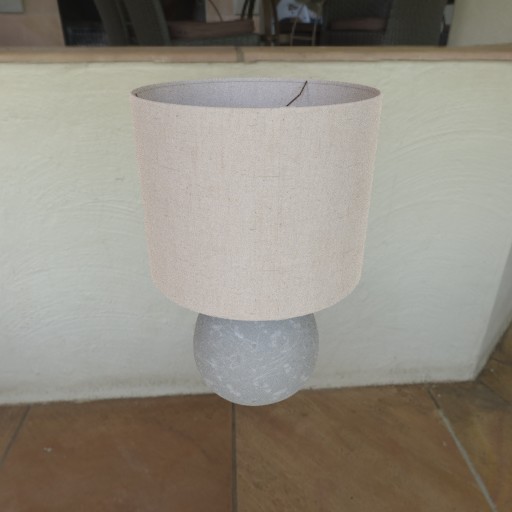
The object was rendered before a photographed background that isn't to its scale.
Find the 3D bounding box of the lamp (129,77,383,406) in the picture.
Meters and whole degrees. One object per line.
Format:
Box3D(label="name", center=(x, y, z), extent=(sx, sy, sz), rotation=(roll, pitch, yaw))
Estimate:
Box3D(label="lamp", center=(0.000, 0.000, 0.575), extent=(0.269, 0.409, 0.269), rotation=(0, 27, 0))
